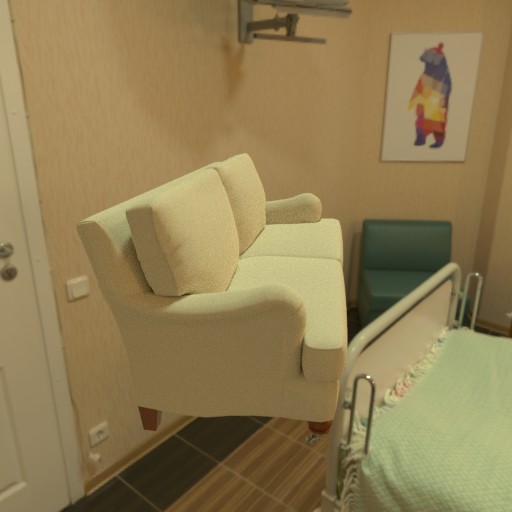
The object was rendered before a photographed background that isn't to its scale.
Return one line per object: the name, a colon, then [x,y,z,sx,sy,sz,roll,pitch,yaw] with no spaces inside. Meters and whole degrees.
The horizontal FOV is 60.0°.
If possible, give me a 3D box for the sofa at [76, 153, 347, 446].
sofa: [0.000,0.000,2.751,1.086,1.087,2.159,3,18,9]
